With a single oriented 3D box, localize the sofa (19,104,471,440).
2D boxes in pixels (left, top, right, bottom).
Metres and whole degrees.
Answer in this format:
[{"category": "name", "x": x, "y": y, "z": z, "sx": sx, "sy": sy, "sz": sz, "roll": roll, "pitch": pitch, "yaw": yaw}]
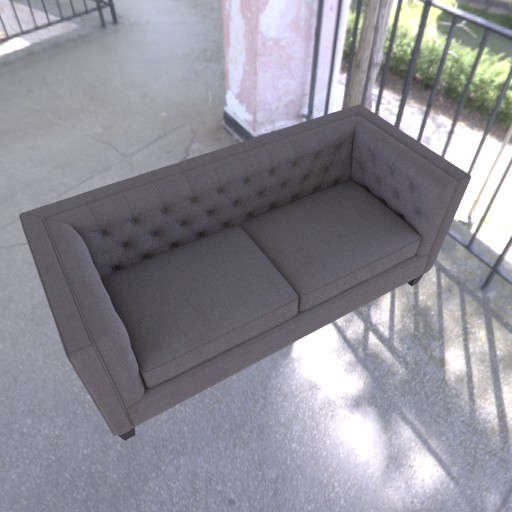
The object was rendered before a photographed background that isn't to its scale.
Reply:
[{"category": "sofa", "x": 0.000, "y": 0.000, "z": 2.140, "sx": 1.778, "sy": 0.762, "sz": 0.775, "roll": -23, "pitch": 51, "yaw": -21}]
